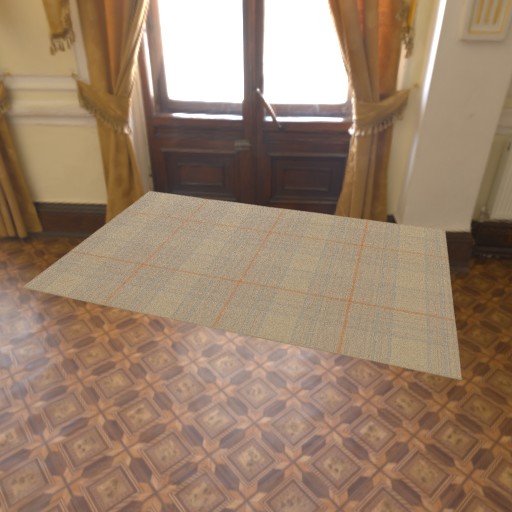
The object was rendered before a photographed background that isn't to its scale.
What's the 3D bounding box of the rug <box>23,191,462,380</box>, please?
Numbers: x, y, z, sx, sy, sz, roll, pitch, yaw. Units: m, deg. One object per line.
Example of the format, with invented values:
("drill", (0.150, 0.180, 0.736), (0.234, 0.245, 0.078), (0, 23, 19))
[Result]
("rug", (0.000, 0.000, 2.953), (2.442, 0.016, 1.527), (9, 32, 15))
